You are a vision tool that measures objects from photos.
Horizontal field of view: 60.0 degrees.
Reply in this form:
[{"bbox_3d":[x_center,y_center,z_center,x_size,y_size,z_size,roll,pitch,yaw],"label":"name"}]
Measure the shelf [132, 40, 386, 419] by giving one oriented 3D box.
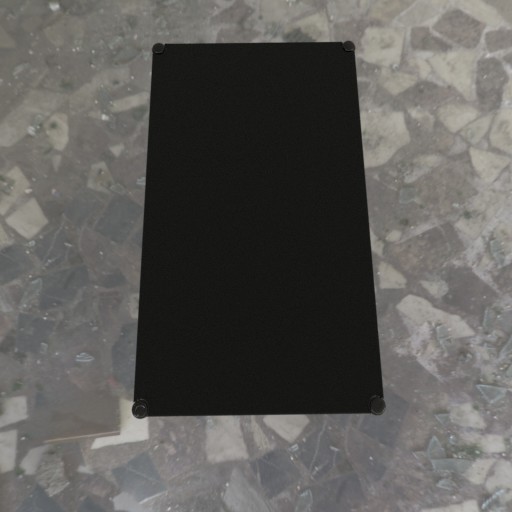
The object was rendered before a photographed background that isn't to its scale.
[{"bbox_3d":[0.000,0.000,0.928,0.338,0.564,0.589,-1,75,0],"label":"shelf"}]
